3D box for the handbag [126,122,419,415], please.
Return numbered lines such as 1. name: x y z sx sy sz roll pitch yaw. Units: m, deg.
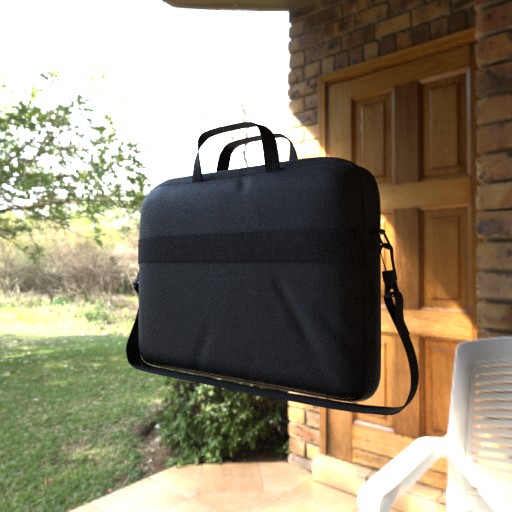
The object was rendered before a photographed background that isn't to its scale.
1. handbag: 0.000 0.000 0.438 0.320 0.244 0.089 -1 -1 34
